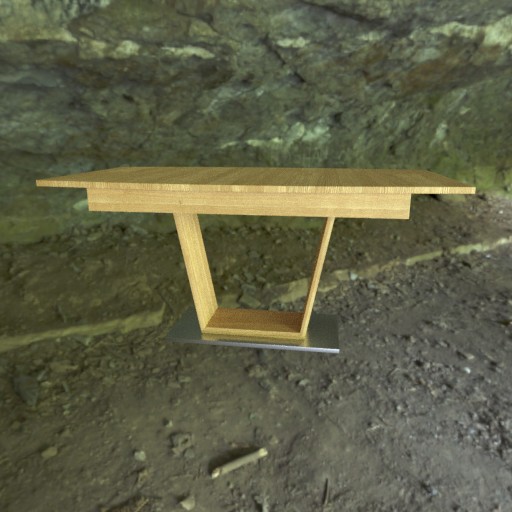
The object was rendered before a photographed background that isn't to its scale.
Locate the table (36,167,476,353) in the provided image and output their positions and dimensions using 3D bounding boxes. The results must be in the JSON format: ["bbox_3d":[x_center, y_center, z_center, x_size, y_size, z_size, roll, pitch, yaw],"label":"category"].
[{"bbox_3d":[0.000,0.000,2.058,1.598,0.748,0.900,2,15,8],"label":"table"}]
